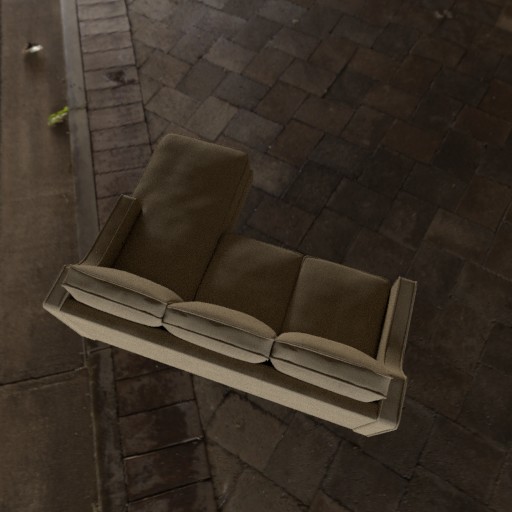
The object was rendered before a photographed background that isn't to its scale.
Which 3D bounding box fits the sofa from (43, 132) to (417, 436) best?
[{"bbox_3d":[0.000,0.000,3.348,2.317,1.066,1.858,17,65,8],"label":"sofa"}]
